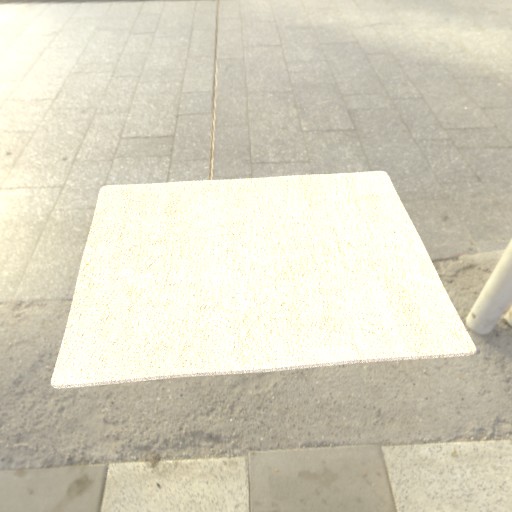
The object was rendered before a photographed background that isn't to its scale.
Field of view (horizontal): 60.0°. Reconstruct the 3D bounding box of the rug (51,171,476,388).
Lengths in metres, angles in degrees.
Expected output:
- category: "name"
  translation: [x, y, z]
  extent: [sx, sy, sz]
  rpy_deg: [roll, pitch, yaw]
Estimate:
- category: "rug"
  translation: [0.000, 0.000, 2.069]
  extent: [1.600, 0.027, 1.200]
  rpy_deg: [-4, 46, -4]
